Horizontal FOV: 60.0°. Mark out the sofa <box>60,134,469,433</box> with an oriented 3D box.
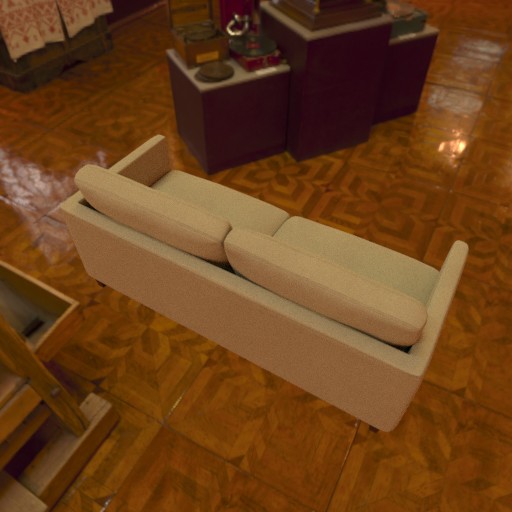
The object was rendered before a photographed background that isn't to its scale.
[{"bbox_3d":[0.000,0.000,2.678,2.181,0.932,0.948,23,51,20],"label":"sofa"}]
